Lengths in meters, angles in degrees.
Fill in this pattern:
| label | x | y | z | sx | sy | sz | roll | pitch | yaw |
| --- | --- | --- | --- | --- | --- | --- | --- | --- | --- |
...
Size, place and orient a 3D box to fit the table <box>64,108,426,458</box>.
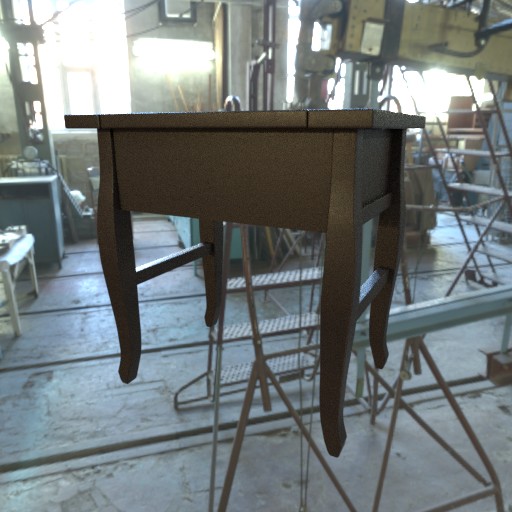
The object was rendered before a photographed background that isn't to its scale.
| label | x | y | z | sx | sy | sz | roll | pitch | yaw |
| --- | --- | --- | --- | --- | --- | --- | --- | --- | --- |
| table | 0.000 | 0.000 | 1.000 | 0.602 | 0.605 | 0.460 | 8 | 18 | 27 |
